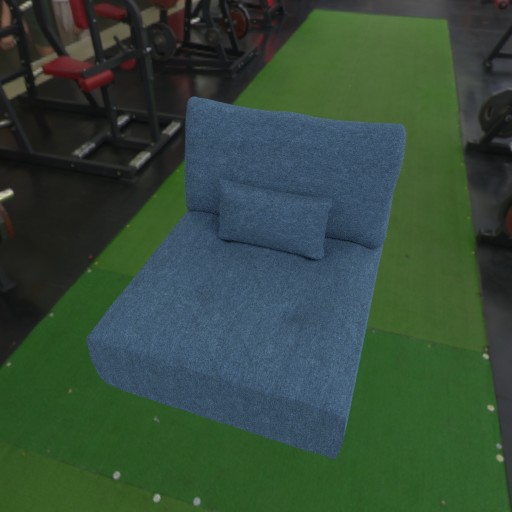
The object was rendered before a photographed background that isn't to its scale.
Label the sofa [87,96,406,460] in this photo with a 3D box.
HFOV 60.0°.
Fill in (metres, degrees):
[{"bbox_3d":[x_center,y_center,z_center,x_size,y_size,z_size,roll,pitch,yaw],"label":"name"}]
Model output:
[{"bbox_3d":[0.000,0.000,1.716,0.930,0.820,1.000,13,42,14],"label":"sofa"}]
